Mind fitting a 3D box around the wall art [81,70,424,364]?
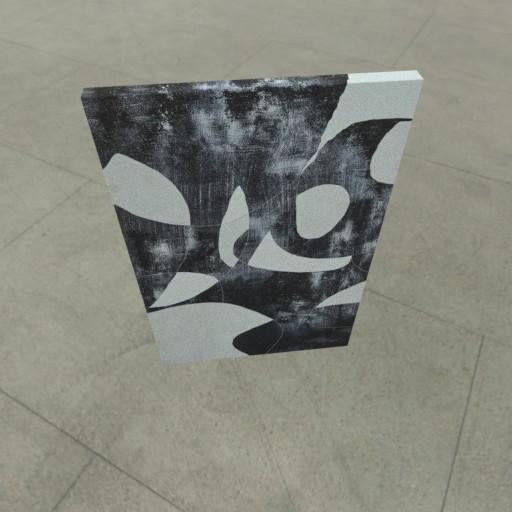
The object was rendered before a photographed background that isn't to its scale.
[{"bbox_3d":[0.000,0.000,1.131,0.610,0.915,0.041,-5,47,-4],"label":"wall art"}]
